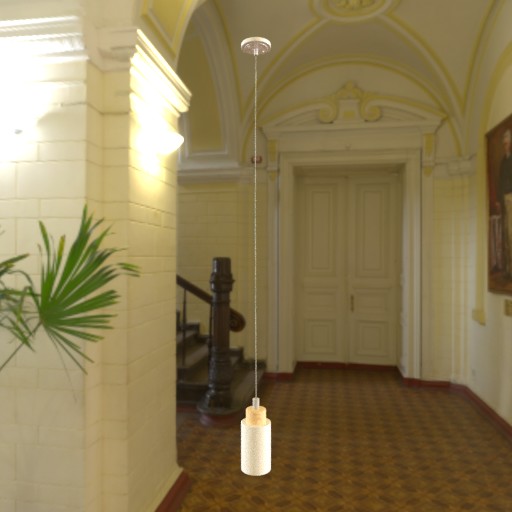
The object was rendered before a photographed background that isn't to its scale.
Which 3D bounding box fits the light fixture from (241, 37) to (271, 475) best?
[{"bbox_3d":[0.000,0.000,1.879,0.125,1.798,0.125,0,0,-36],"label":"light fixture"}]
